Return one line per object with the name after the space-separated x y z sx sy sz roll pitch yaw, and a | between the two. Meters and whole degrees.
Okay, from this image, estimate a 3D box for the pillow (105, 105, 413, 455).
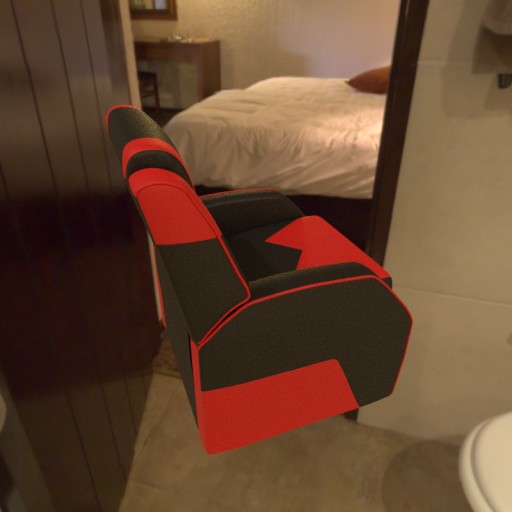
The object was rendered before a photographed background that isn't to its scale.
0.000 0.000 1.257 0.672 0.805 0.620 -11 31 -18 | pillow
